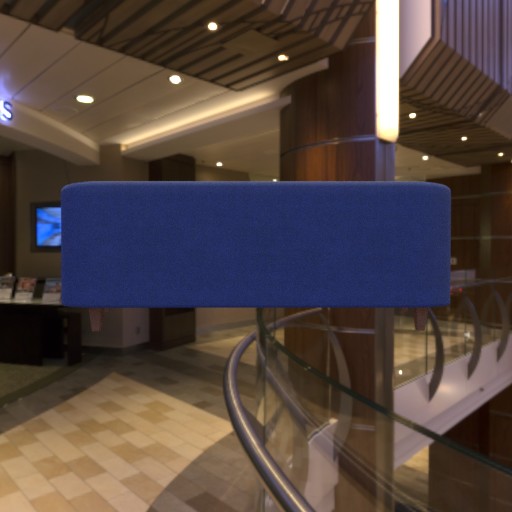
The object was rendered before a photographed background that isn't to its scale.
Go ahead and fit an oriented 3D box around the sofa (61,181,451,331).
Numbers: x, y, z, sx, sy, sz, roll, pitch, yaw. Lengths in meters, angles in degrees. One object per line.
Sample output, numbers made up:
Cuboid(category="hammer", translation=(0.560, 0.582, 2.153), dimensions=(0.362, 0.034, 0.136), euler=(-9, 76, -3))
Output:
Cuboid(category="sofa", translation=(0.000, 0.000, 2.733), dimensions=(2.235, 0.787, 0.914), euler=(0, 1, 0))
